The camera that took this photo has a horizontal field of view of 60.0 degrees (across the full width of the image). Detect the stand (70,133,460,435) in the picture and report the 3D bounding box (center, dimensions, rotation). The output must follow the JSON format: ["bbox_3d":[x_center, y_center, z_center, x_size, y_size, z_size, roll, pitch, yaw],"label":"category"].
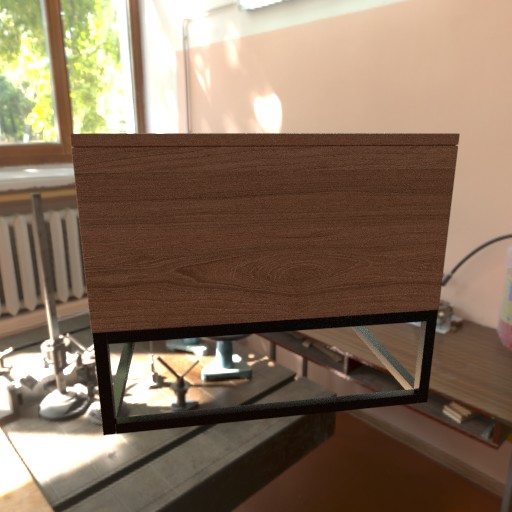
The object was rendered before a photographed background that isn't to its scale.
[{"bbox_3d":[0.000,0.000,0.937,0.600,0.500,0.420,-3,16,-9],"label":"stand"}]
